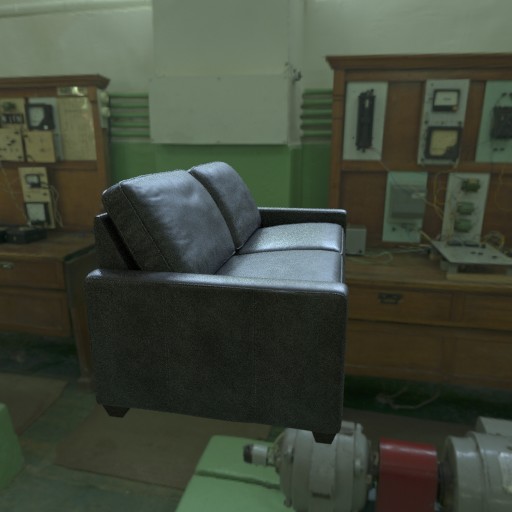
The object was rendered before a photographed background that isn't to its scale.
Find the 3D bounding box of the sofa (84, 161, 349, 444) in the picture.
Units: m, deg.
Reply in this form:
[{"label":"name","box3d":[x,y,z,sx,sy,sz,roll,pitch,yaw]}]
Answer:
[{"label":"sofa","box3d":[0.000,0.000,2.330,0.939,0.916,1.732,3,15,11]}]
